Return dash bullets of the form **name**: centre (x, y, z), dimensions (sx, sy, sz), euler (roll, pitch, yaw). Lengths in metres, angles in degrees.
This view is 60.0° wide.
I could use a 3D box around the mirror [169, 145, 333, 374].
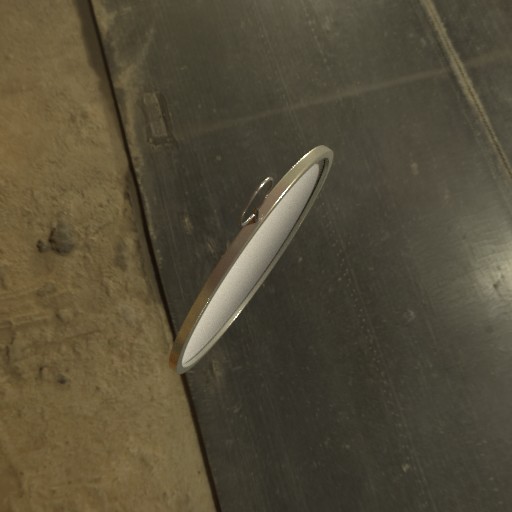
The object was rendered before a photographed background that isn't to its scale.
- **mirror**: centre (0.000, 0.000, 0.956), dimensions (0.020, 0.713, 0.594), euler (35, 78, 8)
